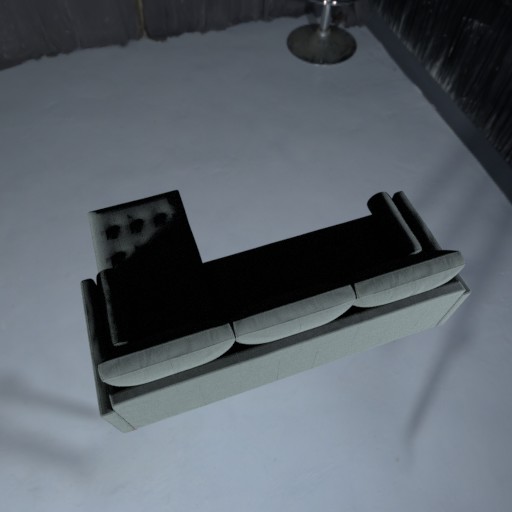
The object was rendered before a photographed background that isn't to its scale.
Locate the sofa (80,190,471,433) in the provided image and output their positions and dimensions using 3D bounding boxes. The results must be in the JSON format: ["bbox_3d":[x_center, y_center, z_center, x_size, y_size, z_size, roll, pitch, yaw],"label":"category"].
[{"bbox_3d":[0.000,0.000,2.921,2.178,0.876,1.506,-16,59,-10],"label":"sofa"}]
